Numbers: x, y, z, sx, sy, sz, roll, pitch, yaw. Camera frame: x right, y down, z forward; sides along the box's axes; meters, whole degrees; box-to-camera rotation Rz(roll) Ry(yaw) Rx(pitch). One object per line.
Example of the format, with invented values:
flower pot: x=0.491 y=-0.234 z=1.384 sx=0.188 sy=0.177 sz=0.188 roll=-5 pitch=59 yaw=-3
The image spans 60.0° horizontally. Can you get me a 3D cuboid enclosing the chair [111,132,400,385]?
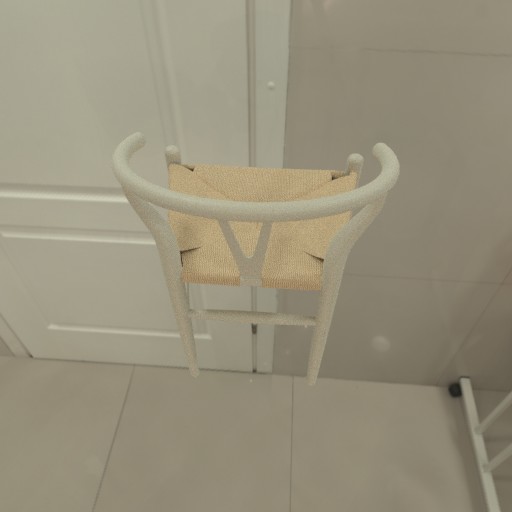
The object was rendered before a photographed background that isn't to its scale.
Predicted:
chair: x=0.000 y=0.000 z=1.070 sx=0.533 sy=0.736 sz=0.500 roll=3 pitch=48 yaw=3
